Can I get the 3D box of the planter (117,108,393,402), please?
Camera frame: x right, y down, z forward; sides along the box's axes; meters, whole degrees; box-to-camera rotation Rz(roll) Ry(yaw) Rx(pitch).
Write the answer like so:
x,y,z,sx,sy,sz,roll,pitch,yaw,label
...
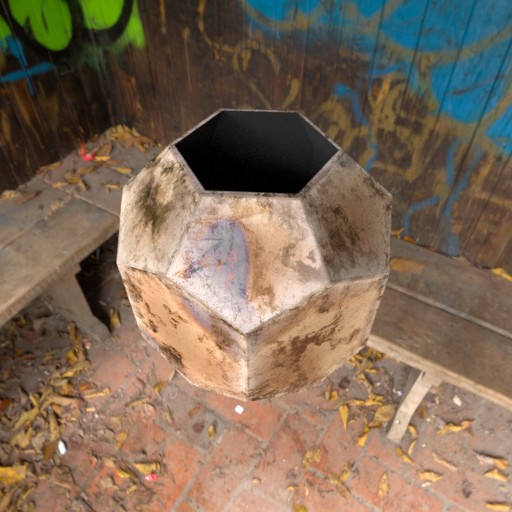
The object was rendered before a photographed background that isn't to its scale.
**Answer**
x,y,z,sx,sy,sz,roll,pitch,yaw,label
0.000,0.000,0.420,0.221,0.238,0.243,2,47,2,planter
